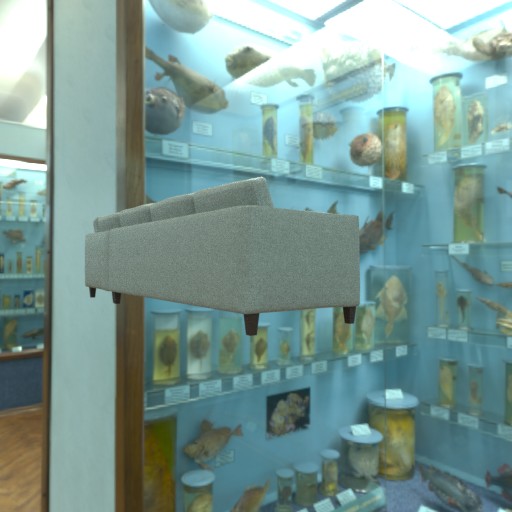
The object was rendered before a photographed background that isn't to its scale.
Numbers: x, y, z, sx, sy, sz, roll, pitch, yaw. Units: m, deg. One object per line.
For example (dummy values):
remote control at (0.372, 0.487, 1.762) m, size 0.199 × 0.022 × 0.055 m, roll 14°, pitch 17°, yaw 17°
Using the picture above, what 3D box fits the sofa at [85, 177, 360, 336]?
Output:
sofa at (0.000, 0.000, 4.468) m, size 2.522 × 0.934 × 3.333 m, roll 0°, pitch -1°, yaw -36°
